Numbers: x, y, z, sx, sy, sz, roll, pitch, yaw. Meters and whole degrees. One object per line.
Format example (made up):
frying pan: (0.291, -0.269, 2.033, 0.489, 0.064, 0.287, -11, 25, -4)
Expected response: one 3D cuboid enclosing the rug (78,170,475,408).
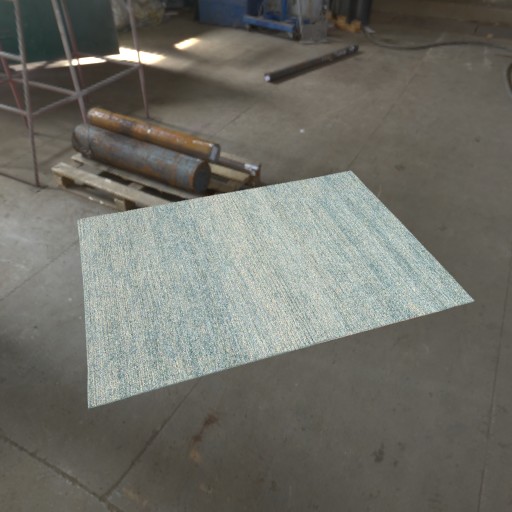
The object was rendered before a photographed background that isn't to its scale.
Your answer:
rug: (0.000, 0.000, 2.976, 2.260, 0.026, 1.611, -12, 43, -14)
